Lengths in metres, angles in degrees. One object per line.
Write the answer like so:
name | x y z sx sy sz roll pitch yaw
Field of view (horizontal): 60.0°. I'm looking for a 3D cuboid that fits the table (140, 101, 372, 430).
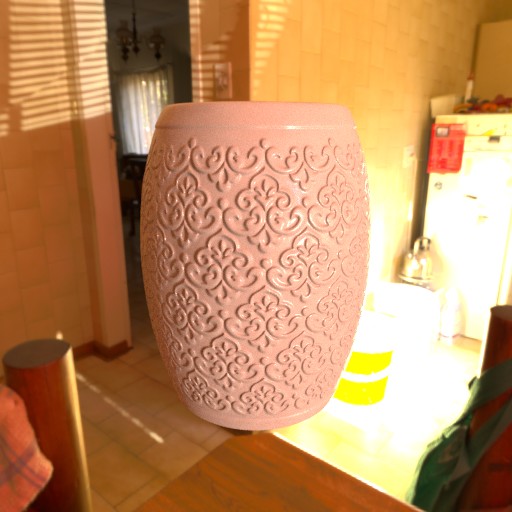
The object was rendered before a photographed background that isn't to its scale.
table | 0.000 0.000 0.617 0.309 0.397 0.309 0 16 0
